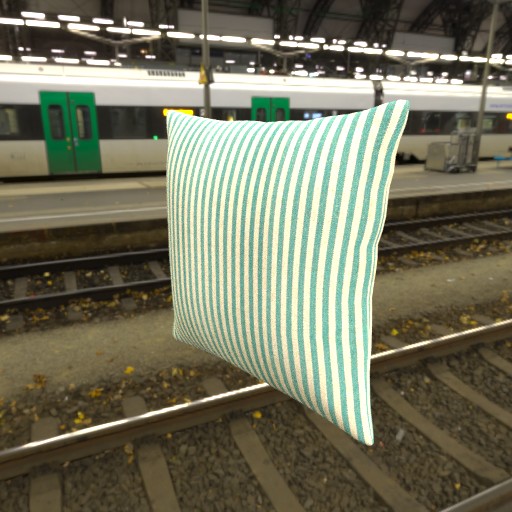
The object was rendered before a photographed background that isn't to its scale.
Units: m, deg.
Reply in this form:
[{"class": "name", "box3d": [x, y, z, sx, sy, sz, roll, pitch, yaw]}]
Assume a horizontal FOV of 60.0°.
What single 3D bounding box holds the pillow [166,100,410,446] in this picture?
[{"class": "pillow", "box3d": [0.000, 0.000, 0.795, 0.523, 0.510, 0.166, 15, 22, 42]}]
